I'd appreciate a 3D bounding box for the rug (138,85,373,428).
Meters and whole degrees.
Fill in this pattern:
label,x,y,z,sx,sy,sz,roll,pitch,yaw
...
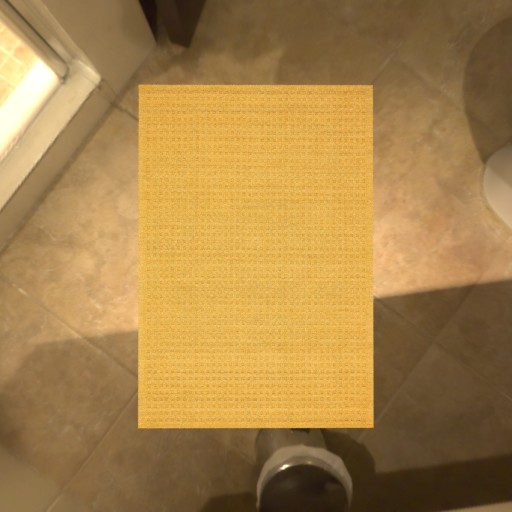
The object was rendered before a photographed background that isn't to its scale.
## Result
label,x,y,z,sx,sy,sz,roll,pitch,yaw
rug,0.000,0.000,3.745,1.981,0.006,2.895,0,90,0
